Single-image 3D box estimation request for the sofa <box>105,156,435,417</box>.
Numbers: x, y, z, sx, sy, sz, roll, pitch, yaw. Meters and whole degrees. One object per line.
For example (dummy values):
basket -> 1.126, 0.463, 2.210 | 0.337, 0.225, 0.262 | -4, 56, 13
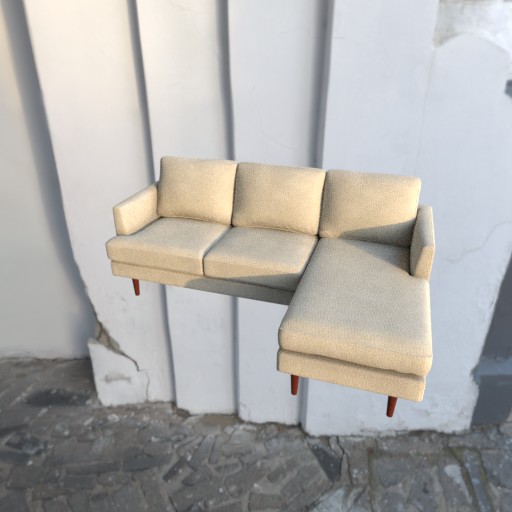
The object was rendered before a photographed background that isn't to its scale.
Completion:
sofa -> 0.000, 0.000, 3.006 | 2.233, 0.956, 1.504 | 8, 28, 16
